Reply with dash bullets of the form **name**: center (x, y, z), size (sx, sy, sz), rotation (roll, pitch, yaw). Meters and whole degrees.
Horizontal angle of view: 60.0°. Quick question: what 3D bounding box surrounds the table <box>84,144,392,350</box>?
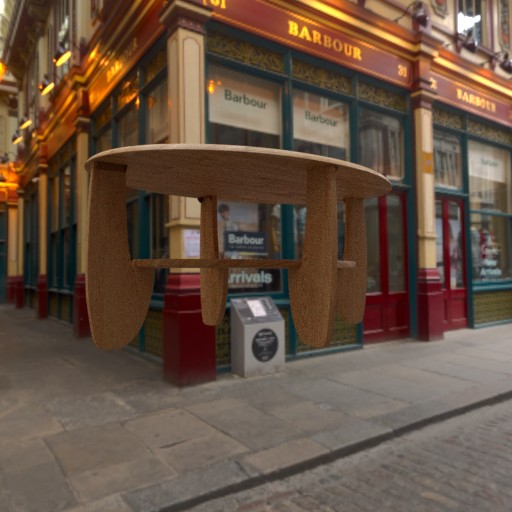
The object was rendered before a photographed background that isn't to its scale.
- **table**: center (0.000, 0.000, 1.404), size (1.040, 0.490, 0.690), rotation (1, -2, -36)
